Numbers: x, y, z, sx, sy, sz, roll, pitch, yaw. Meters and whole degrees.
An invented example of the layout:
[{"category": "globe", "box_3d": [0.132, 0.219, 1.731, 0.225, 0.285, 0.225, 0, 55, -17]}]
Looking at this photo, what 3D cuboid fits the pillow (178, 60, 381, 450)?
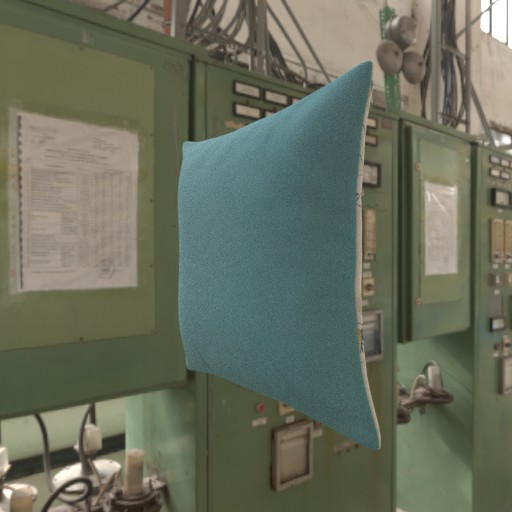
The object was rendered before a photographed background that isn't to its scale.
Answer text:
[{"category": "pillow", "box_3d": [0.000, 0.000, 0.781, 0.166, 0.507, 0.526, 0, 0, -36]}]
